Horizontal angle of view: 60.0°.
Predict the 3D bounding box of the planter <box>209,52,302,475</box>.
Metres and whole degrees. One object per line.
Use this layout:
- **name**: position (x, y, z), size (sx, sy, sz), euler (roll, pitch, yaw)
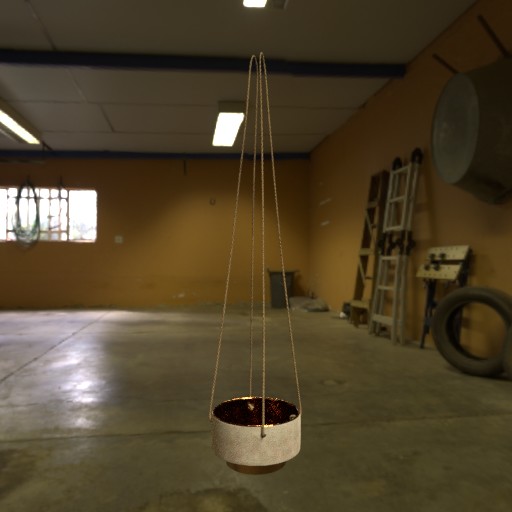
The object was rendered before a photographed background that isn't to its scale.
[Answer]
- **planter**: position (0.000, 0.000, 1.125), size (0.223, 1.030, 0.223), euler (-1, -1, 36)
